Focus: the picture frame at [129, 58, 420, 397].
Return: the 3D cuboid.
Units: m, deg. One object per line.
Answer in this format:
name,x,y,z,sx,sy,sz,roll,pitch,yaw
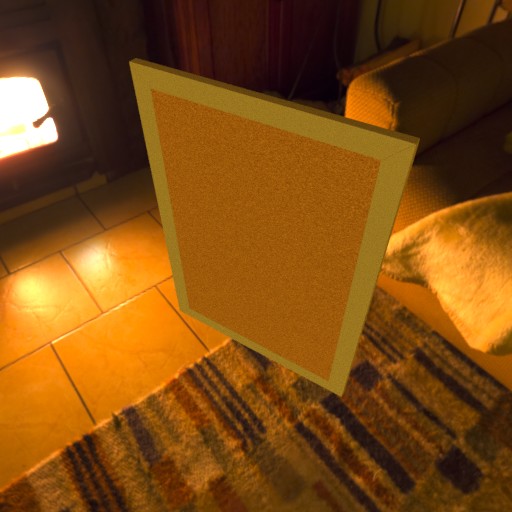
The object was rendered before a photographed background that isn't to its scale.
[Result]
picture frame,0.000,0.000,0.604,0.326,0.459,0.011,24,50,21
